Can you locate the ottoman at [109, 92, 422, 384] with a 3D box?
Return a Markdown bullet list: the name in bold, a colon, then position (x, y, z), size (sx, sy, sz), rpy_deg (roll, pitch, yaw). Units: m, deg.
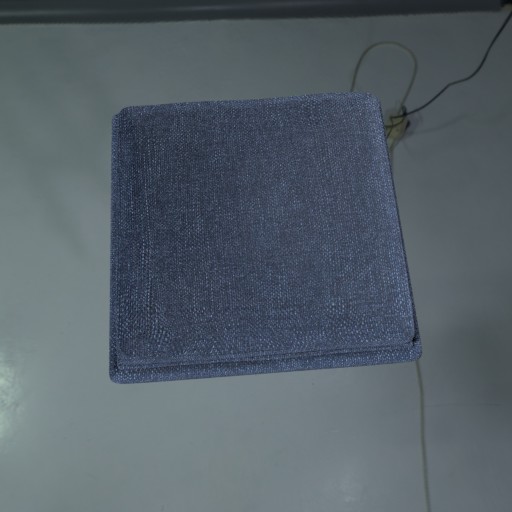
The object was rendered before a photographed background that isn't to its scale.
- **ottoman**: position (0.000, 0.000, 0.849), size (0.454, 0.493, 0.436), rpy_deg (-4, 75, -1)
